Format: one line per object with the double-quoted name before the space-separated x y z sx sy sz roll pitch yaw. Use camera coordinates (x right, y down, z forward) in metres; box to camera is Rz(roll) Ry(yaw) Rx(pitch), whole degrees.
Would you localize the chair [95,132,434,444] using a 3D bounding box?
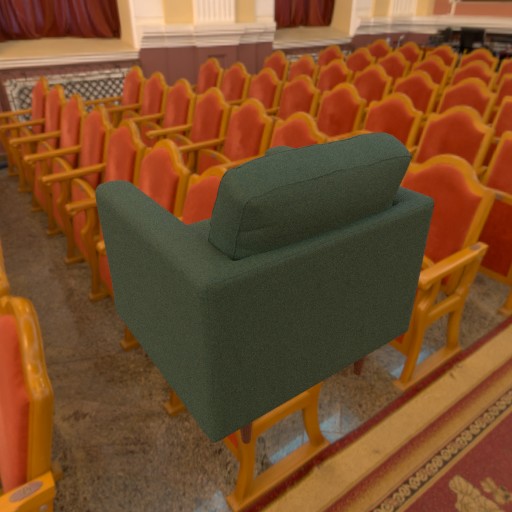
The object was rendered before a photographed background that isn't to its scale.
"chair" 0.000 0.000 1.575 0.855 0.927 0.800 -20 35 -30
